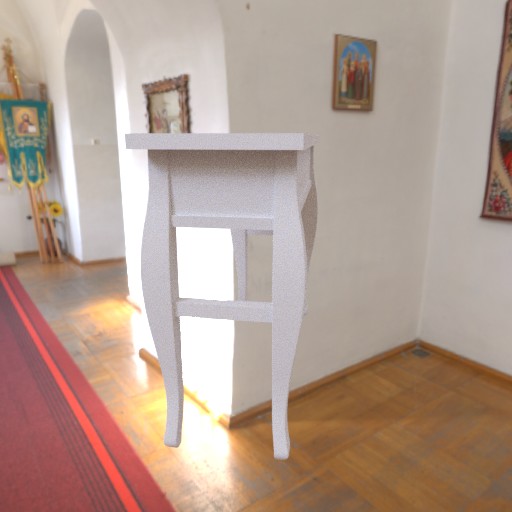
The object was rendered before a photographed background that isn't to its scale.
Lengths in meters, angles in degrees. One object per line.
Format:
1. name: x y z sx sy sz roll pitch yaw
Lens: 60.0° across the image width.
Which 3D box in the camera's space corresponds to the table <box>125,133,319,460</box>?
1. table: 0.000 0.000 1.456 0.373 0.768 1.062 2 15 9
